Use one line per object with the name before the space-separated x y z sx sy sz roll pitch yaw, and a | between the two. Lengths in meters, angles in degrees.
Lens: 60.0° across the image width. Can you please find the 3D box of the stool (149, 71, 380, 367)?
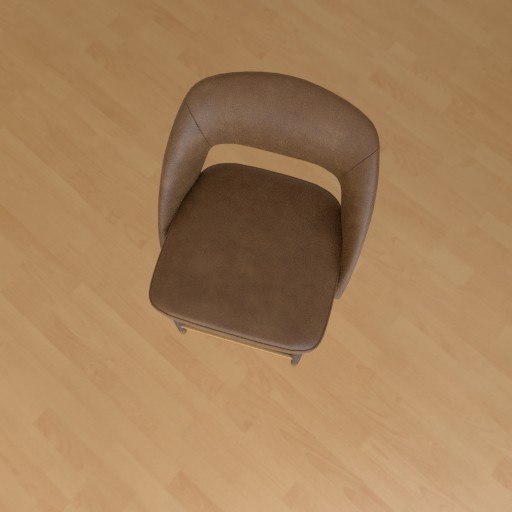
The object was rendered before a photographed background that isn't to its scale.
stool | 0.000 0.000 1.249 0.494 0.940 0.509 15 77 4
